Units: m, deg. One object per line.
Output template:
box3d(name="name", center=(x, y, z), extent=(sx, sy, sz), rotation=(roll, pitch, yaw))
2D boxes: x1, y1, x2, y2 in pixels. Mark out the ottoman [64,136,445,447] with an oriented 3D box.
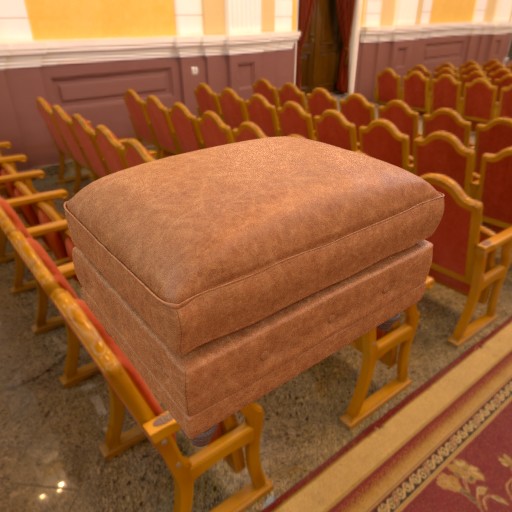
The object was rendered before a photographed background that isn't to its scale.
box3d(name="ottoman", center=(0.000, 0.000, 1.063), extent=(0.710, 0.480, 0.533), rotation=(-21, 36, -32))
